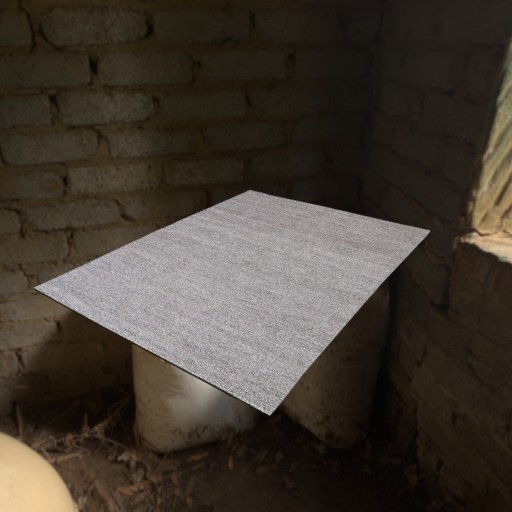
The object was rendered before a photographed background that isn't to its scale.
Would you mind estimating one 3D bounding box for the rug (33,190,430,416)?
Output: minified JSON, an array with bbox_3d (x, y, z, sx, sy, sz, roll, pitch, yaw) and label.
[{"bbox_3d":[0.000,0.000,4.323,2.434,0.045,3.202,18,32,31],"label":"rug"}]
